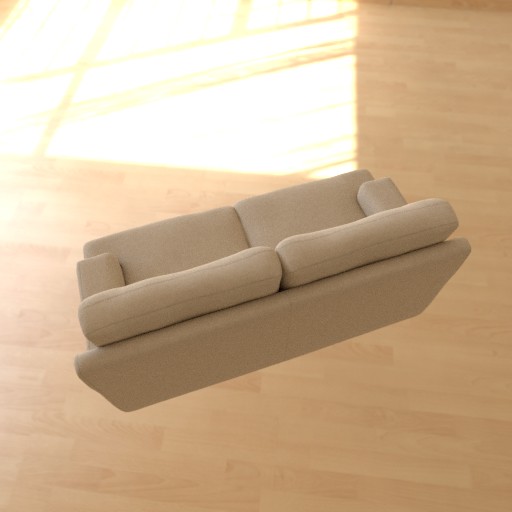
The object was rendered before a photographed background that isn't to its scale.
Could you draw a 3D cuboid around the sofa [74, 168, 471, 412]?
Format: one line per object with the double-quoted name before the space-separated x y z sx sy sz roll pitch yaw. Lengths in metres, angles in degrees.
"sofa" 0.000 0.000 2.426 1.885 0.967 0.962 -16 60 -10
